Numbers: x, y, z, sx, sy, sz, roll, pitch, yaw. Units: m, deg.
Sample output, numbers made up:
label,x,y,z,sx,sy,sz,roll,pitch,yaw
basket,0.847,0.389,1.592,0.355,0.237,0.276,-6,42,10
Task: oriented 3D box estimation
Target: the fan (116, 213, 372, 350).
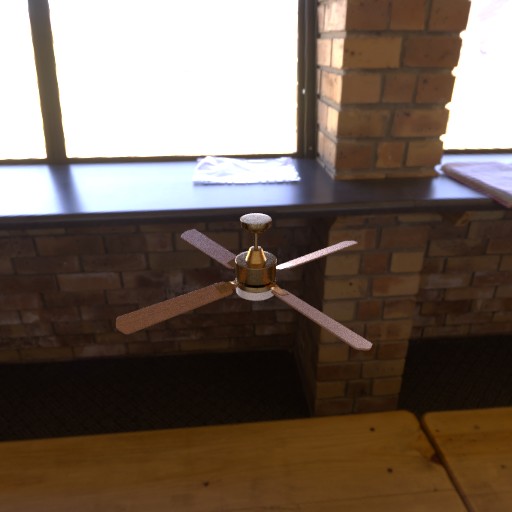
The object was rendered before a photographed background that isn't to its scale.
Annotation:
label,x,y,z,sx,sy,sz,roll,pitch,yaw
fan,0.000,0.000,1.987,1.320,0.355,1.320,-18,32,-33
